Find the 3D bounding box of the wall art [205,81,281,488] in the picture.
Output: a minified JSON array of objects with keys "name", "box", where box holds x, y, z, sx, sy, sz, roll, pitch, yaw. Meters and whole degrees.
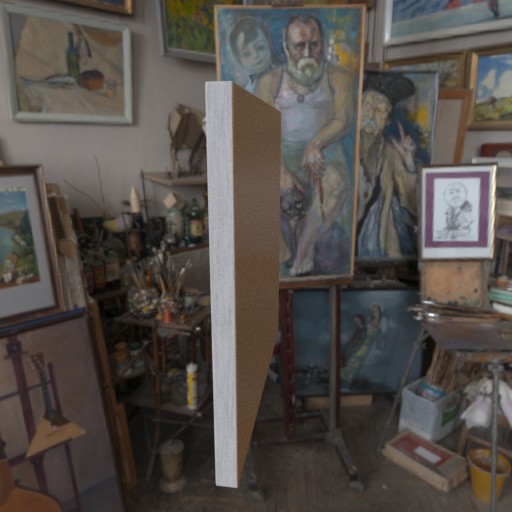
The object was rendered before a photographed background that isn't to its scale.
[{"name":"wall art","box":[0.000,0.000,1.952,0.078,1.288,1.287,2,15,9]}]
